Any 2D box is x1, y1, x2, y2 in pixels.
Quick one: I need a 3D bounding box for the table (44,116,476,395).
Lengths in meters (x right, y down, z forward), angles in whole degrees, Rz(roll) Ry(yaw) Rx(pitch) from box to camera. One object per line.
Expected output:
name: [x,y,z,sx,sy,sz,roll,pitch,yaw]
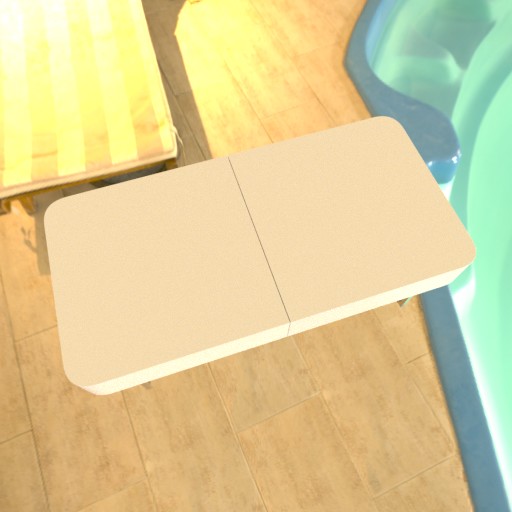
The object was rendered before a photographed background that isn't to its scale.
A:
table: [0.000,0.000,1.479,1.200,0.340,0.600,-16,65,-8]
